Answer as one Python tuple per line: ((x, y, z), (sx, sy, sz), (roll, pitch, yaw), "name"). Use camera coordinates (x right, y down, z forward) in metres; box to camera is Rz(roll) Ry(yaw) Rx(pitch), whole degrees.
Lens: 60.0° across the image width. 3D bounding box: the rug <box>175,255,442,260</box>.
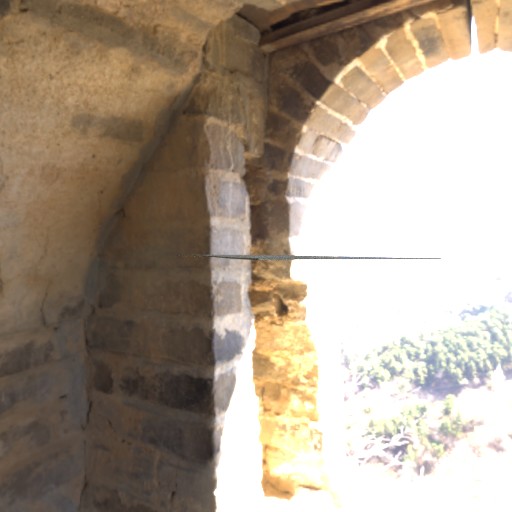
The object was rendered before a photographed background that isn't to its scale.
((0.000, 0.000, 2.593), (0.686, 0.013, 2.340), (0, 0, -17), "rug")
